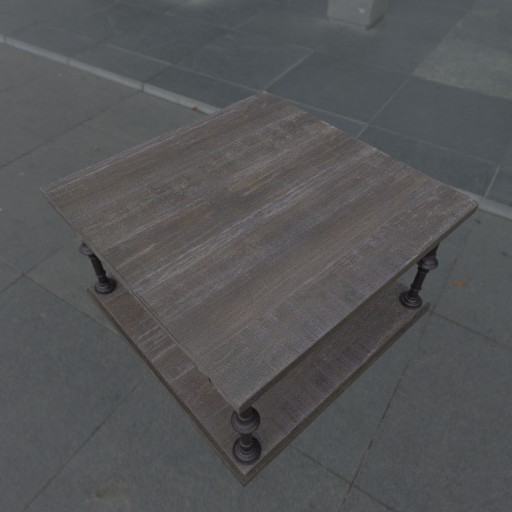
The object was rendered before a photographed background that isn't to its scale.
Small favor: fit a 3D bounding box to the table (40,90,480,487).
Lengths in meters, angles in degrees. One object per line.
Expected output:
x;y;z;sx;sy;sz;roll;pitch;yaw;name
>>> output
0.000;0.000;1.136;0.696;0.400;0.696;-33;55;-27;table
